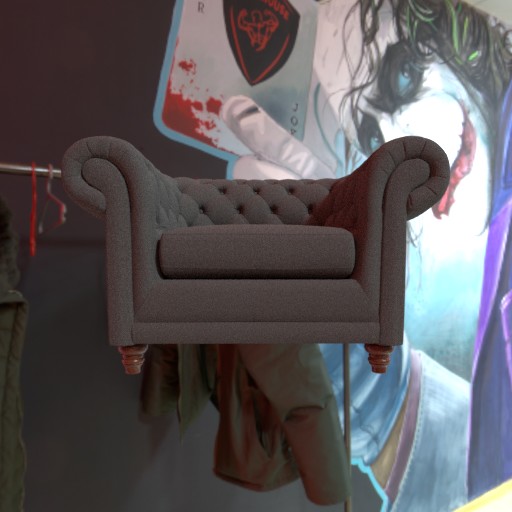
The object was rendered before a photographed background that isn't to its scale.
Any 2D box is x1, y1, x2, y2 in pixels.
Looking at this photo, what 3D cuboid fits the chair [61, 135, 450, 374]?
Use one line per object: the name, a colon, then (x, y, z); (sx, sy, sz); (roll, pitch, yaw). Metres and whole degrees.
chair: (0.000, 0.000, 1.869); (1.270, 0.770, 0.976); (0, 0, 0)
